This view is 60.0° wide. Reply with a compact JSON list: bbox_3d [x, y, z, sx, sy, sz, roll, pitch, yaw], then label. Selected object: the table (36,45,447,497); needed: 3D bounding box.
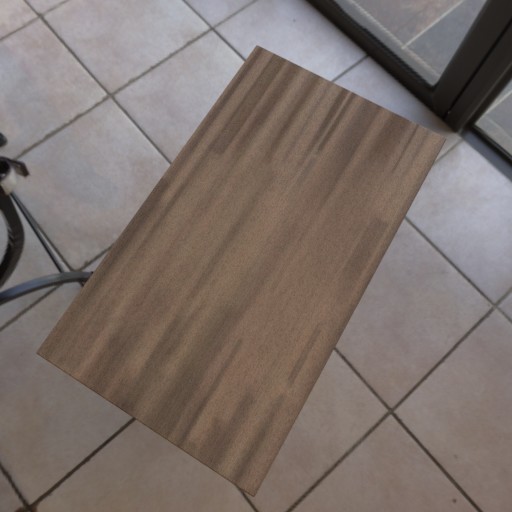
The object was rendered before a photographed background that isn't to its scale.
[{"bbox_3d":[0.000,0.000,1.363,0.643,0.347,1.088,30,76,8],"label":"table"}]
